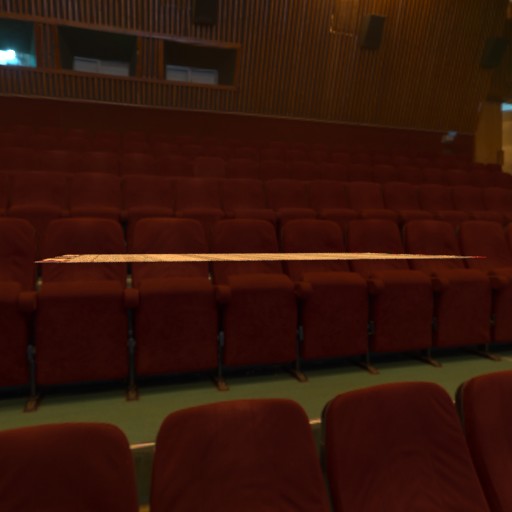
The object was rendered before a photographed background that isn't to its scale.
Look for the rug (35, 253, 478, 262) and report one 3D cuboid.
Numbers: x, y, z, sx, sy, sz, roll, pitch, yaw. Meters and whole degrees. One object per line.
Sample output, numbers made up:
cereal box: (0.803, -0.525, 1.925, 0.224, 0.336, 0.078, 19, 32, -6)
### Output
rug: (0.000, 0.000, 2.946, 2.465, 0.012, 1.465, 0, 2, -18)
